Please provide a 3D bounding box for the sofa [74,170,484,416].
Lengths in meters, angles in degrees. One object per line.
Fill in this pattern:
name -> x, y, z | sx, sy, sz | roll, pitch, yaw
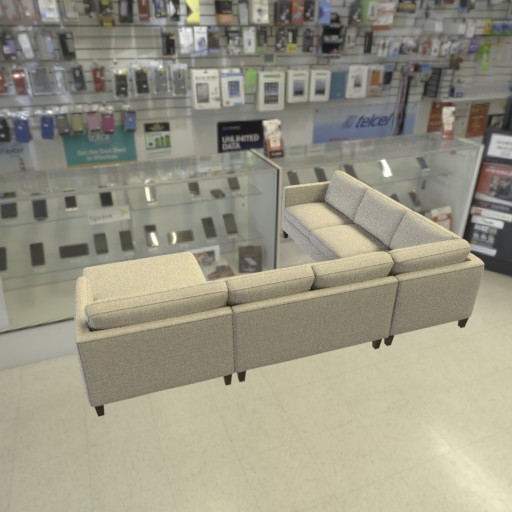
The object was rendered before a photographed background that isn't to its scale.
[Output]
sofa -> 0.000, 0.000, 4.526 | 3.403, 0.889, 2.551 | -9, 29, -17
